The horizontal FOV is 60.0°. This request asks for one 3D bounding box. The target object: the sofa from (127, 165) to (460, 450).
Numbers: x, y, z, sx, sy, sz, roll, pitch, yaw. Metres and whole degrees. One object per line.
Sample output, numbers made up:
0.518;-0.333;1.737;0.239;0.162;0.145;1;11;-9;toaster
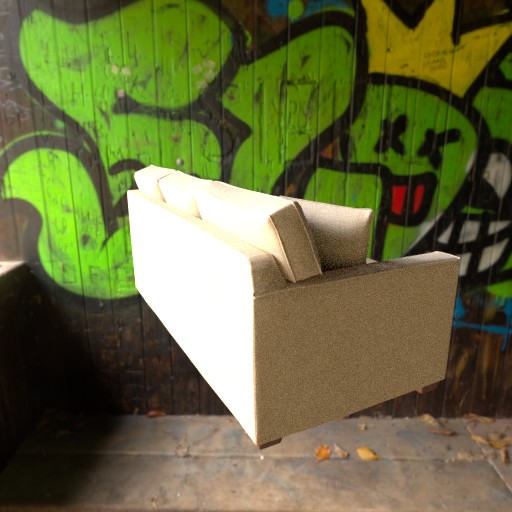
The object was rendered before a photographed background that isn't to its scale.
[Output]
0.000;0.000;2.554;1.034;0.946;1.962;-8;17;-26;sofa
